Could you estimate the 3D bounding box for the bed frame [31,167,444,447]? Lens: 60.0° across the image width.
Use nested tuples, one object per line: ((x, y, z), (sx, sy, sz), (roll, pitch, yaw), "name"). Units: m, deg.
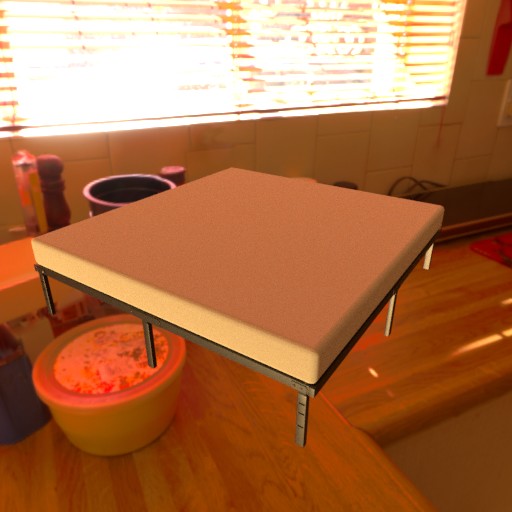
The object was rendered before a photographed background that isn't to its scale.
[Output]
((0.000, 0.000, 3.932), (2.526, 0.680, 2.635), (17, 31, 30), "bed frame")
